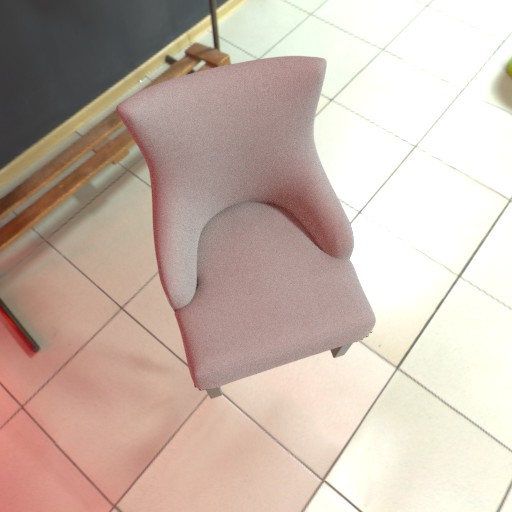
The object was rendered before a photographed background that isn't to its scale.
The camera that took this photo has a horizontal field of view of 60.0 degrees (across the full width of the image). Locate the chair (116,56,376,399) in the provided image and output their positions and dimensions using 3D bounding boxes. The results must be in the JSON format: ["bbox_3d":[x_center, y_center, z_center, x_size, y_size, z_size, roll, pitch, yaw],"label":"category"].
[{"bbox_3d":[0.000,0.000,1.325,0.566,0.909,0.629,-16,64,-8],"label":"chair"}]
